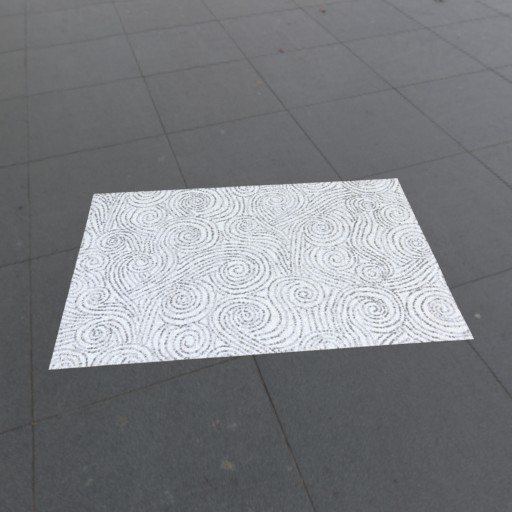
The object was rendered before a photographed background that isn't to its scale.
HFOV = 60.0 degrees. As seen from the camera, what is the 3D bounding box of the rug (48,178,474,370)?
[{"bbox_3d":[0.000,0.000,3.037,2.439,0.005,1.524,-3,48,-3],"label":"rug"}]
